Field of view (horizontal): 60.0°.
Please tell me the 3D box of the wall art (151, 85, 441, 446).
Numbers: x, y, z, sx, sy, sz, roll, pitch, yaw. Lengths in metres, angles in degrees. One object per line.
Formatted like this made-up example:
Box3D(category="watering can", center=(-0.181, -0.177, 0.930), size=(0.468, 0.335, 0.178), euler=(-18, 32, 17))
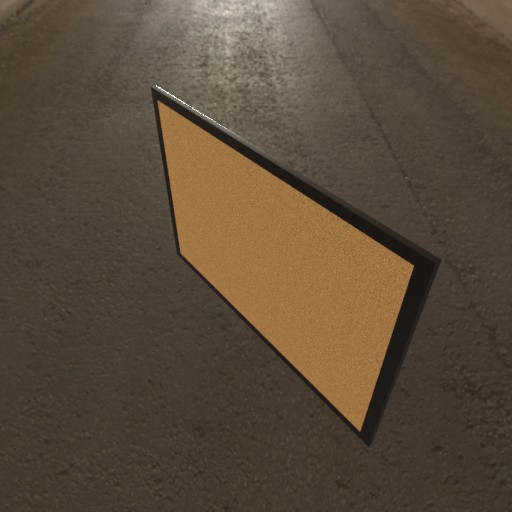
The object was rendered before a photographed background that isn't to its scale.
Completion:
Box3D(category="wall art", center=(0.000, 0.000, 1.039), size=(0.015, 0.552, 0.819), euler=(-28, 49, -28))
